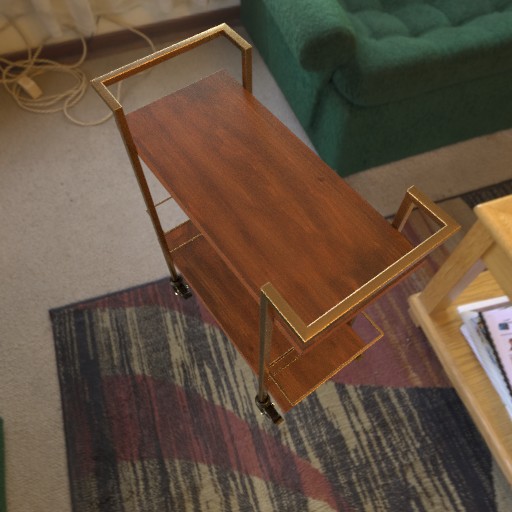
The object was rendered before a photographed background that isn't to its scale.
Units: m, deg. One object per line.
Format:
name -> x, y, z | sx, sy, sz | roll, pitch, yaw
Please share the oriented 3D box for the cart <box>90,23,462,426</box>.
cart -> 0.000, 0.000, 1.159 | 0.364, 0.807, 0.695 | -33, 65, -17
